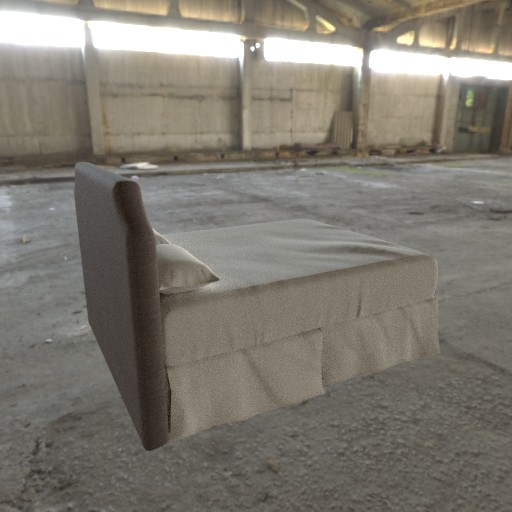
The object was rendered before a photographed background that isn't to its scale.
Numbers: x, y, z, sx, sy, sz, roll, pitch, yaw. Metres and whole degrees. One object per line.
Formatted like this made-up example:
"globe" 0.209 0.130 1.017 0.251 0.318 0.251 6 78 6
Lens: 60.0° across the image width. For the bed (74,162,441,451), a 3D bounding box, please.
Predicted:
"bed" 0.000 0.000 3.123 2.116 1.290 1.693 -9 18 -28
